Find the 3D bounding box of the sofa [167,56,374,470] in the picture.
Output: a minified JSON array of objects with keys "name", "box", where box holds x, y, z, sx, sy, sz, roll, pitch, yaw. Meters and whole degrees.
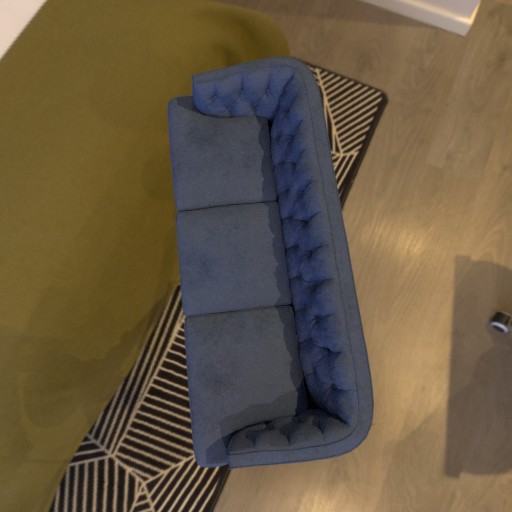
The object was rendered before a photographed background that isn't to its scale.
[{"name":"sofa","box":[0.000,0.000,2.687,0.941,0.855,2.278,-7,75,-2]}]
